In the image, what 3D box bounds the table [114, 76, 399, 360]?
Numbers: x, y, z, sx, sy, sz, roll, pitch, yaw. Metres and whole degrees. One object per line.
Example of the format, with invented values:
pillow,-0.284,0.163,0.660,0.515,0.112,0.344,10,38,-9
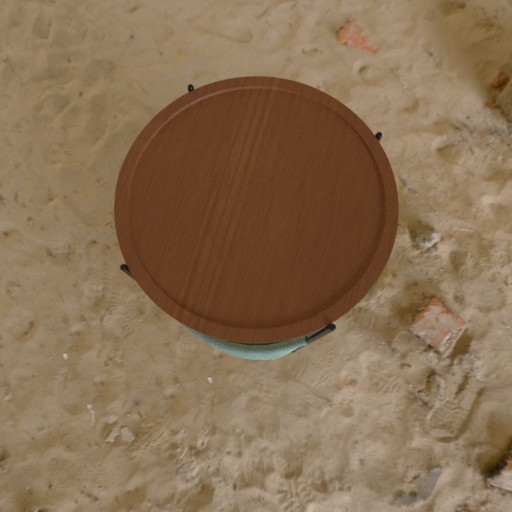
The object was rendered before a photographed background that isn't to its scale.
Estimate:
table,0.000,0.000,0.899,0.400,0.623,0.400,16,76,4
